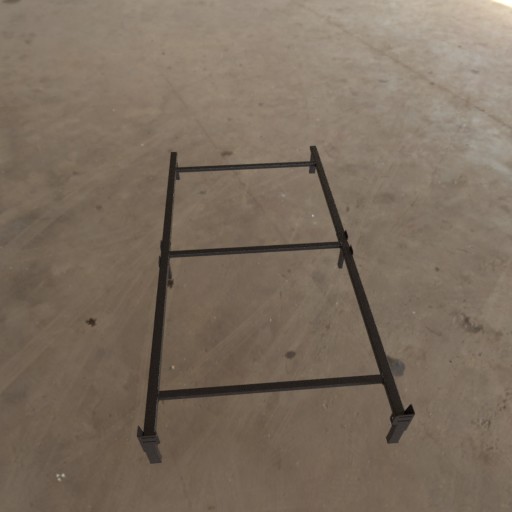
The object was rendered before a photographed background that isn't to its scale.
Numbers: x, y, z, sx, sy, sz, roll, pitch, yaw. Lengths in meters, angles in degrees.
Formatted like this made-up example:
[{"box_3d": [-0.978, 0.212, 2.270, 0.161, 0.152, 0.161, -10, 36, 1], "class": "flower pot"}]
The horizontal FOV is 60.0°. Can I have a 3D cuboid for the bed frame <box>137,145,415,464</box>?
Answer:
[{"box_3d": [0.000, 0.000, 2.276, 0.968, 0.248, 1.897, -3, 45, -3], "class": "bed frame"}]
